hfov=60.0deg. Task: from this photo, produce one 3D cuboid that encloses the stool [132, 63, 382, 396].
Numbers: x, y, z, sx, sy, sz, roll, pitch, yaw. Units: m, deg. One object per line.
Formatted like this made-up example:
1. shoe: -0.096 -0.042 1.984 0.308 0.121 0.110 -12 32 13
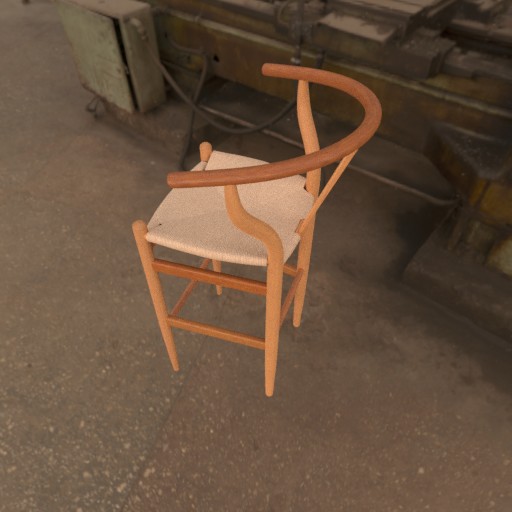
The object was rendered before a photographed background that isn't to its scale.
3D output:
1. stool: 0.000 0.000 1.381 0.561 1.068 0.574 16 49 14
